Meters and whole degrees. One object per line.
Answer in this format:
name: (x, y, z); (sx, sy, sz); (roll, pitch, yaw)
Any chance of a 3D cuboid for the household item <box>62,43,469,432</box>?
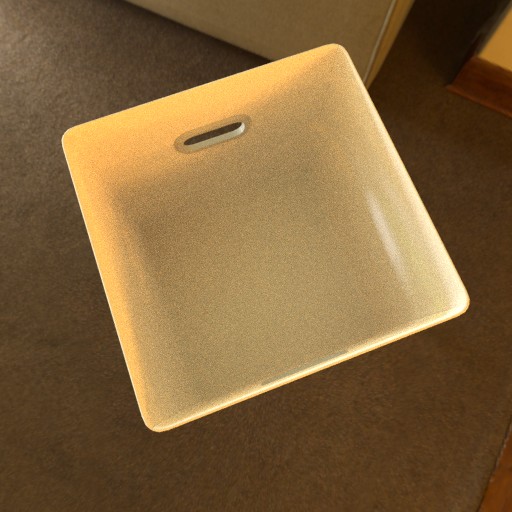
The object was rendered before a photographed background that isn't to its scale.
household item: (0.000, 0.000, 0.560); (0.305, 0.305, 0.305); (-20, 77, -5)
